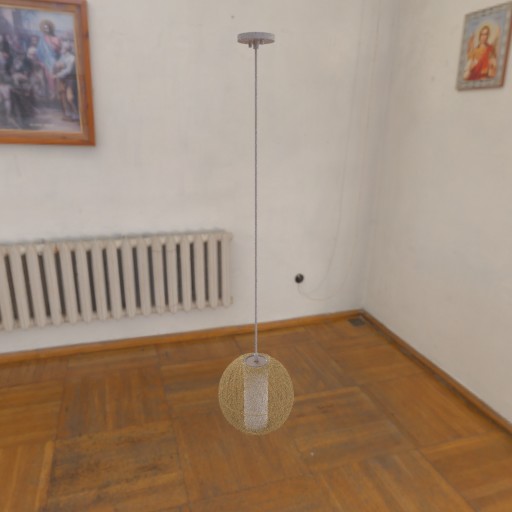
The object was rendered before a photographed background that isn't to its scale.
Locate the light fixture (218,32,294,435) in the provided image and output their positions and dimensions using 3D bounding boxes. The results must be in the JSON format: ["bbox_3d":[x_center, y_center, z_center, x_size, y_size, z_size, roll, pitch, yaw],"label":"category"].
[{"bbox_3d":[0.000,0.000,2.166,0.407,1.955,0.406,9,19,26],"label":"light fixture"}]
